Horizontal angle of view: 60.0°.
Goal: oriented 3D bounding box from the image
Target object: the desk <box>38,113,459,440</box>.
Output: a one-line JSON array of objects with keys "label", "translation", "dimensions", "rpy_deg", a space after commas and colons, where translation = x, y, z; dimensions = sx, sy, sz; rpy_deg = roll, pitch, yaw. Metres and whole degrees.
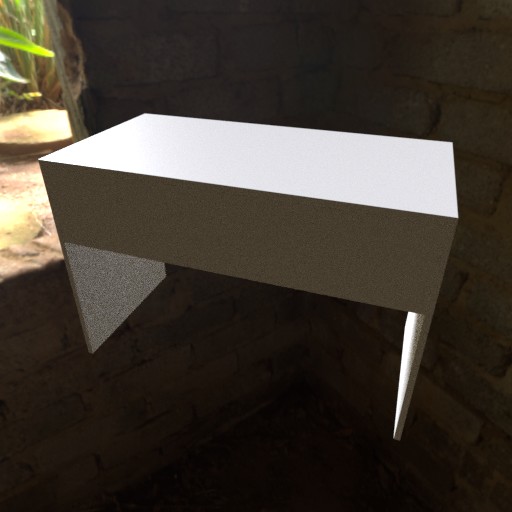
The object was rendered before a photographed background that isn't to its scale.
[{"label": "desk", "translation": [0.000, 0.000, 1.500], "dimensions": [1.100, 0.730, 0.560], "rpy_deg": [10, 33, 17]}]
